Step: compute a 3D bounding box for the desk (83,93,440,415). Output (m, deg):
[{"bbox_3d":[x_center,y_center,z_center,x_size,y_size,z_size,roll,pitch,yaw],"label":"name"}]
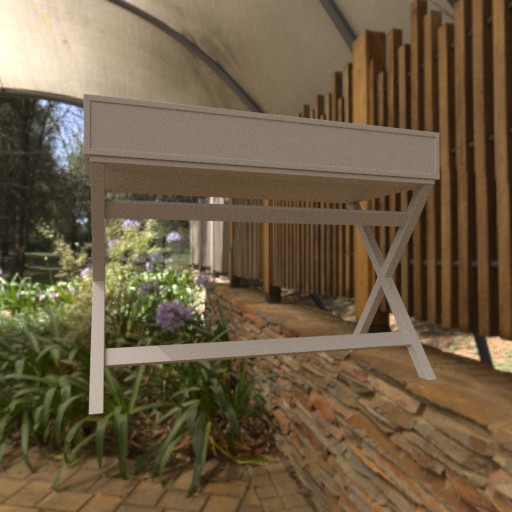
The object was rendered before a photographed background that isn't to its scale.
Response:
[{"bbox_3d":[0.000,0.000,1.488,1.057,0.780,0.525,0,-1,-18],"label":"desk"}]
